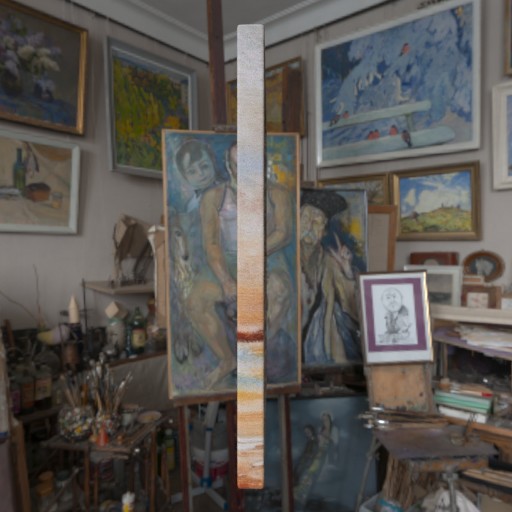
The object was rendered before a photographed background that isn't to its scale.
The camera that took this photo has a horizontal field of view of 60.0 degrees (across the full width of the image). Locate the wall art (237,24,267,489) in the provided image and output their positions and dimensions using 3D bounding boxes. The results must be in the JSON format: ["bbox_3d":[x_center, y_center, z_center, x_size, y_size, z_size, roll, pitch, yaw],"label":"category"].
[{"bbox_3d":[0.000,0.000,0.796,0.035,0.605,0.443,0,1,2],"label":"wall art"}]
